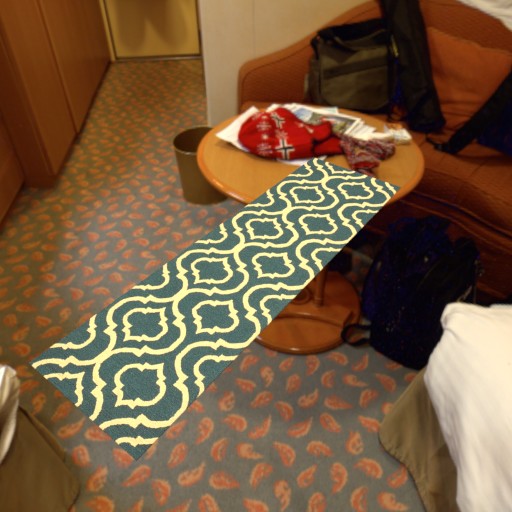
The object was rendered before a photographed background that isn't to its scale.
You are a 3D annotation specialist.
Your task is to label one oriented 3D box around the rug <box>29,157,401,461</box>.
[{"bbox_3d":[0.000,0.000,2.428,0.685,0.006,2.296,26,47,27],"label":"rug"}]
